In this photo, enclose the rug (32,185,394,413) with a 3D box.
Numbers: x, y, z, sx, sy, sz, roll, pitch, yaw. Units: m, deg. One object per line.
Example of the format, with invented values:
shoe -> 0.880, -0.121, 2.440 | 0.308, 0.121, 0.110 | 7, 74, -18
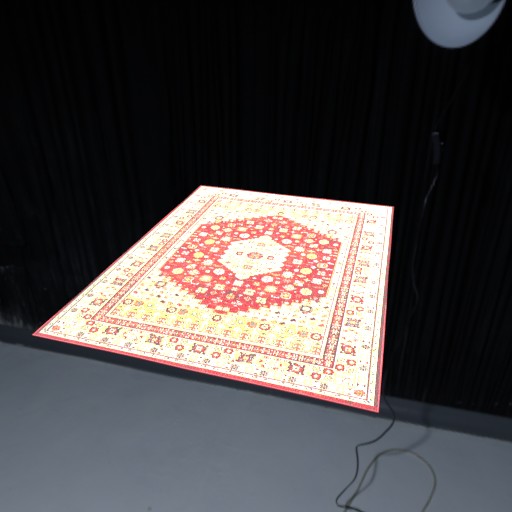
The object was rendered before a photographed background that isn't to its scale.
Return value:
rug -> 0.000, 0.000, 4.102 | 2.387, 0.013, 3.053 | 8, 31, 14
